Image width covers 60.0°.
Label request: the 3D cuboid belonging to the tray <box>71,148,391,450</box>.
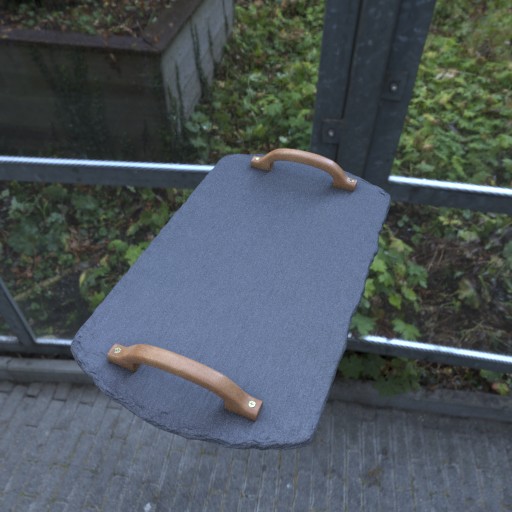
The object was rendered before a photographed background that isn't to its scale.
[{"bbox_3d":[0.000,0.000,0.461,0.231,0.062,0.387,17,49,15],"label":"tray"}]
